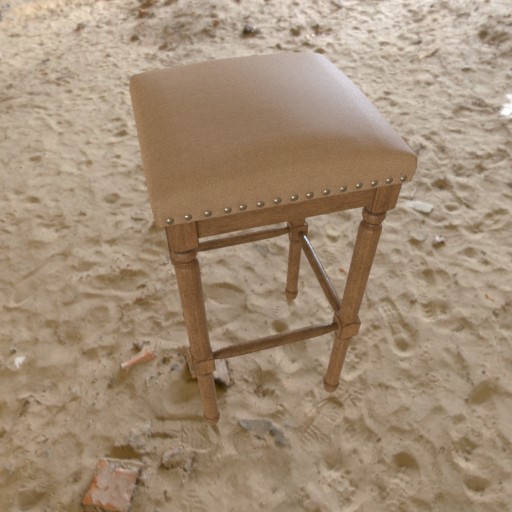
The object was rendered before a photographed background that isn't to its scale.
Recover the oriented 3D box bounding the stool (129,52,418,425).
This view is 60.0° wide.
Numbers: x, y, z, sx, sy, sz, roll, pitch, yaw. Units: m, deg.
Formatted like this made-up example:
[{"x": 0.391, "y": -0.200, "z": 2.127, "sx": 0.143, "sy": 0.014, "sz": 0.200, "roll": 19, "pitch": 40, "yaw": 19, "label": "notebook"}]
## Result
[{"x": 0.000, "y": 0.000, "z": 0.959, "sx": 0.382, "sy": 0.768, "sz": 0.383, "roll": -12, "pitch": 47, "yaw": -11, "label": "stool"}]
